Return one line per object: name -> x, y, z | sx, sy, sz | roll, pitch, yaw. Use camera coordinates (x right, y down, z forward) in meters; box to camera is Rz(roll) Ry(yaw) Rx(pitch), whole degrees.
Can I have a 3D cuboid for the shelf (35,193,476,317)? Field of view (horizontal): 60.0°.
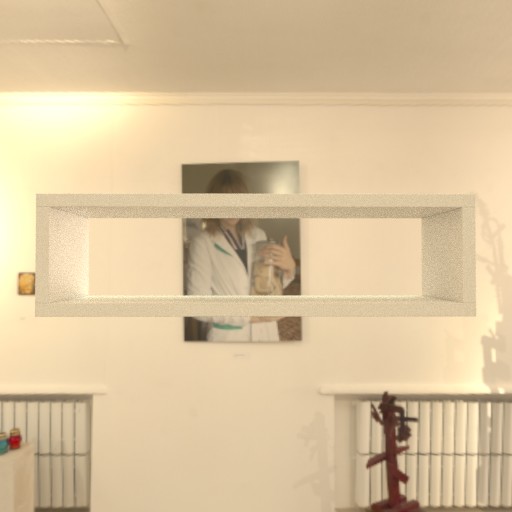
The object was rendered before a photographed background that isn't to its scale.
shelf -> 0.000, 0.000, 0.688 | 0.610, 0.170, 0.150 | 0, -1, 0
